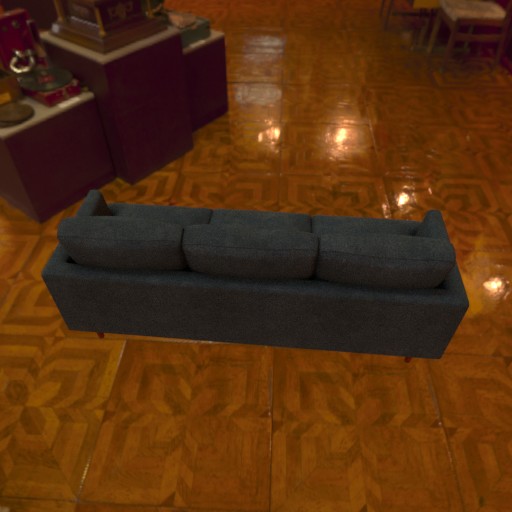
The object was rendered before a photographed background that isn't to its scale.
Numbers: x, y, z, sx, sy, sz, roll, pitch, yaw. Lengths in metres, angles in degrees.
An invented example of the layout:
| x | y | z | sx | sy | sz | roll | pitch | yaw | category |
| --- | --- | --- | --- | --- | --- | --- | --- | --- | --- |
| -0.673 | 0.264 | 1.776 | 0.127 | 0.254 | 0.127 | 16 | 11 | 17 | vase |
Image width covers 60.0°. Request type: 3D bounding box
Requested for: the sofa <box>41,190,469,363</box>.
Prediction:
| x | y | z | sx | sy | sz | roll | pitch | yaw | category |
| --- | --- | --- | --- | --- | --- | --- | --- | --- | --- |
| 0.000 | 0.000 | 2.724 | 2.246 | 0.930 | 0.903 | 4 | 46 | 4 | sofa |
